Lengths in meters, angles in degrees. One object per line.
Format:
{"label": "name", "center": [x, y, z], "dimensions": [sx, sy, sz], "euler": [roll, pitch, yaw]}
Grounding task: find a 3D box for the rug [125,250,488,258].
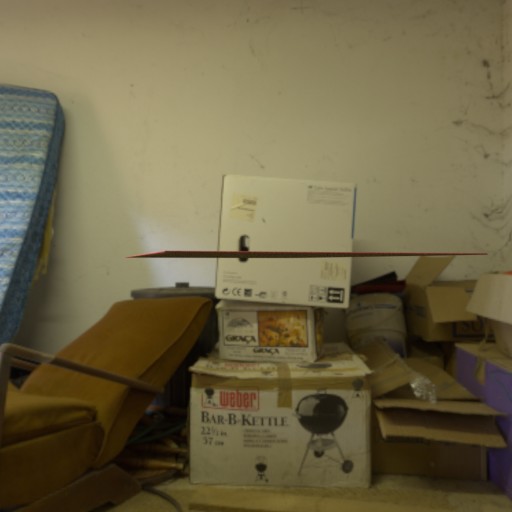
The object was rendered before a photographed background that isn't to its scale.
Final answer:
{"label": "rug", "center": [0.000, 0.000, 2.322], "dimensions": [1.209, 0.008, 1.814], "euler": [0, -1, -20]}
